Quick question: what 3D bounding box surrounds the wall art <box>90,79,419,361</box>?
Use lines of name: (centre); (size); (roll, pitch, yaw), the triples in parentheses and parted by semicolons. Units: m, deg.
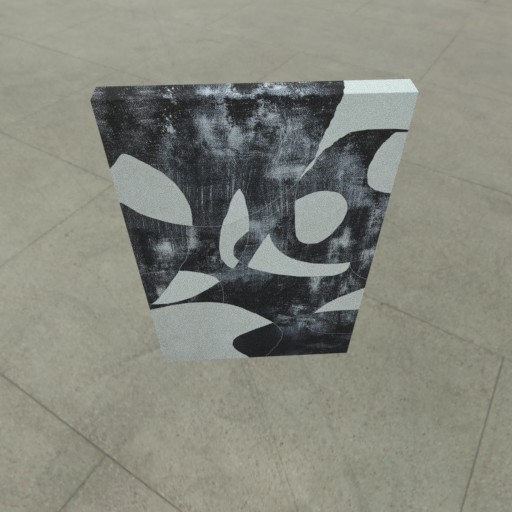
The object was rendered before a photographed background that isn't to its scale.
wall art: (0.000, 0.000, 0.780); (0.407, 0.610, 0.039); (-2, 46, -2)
